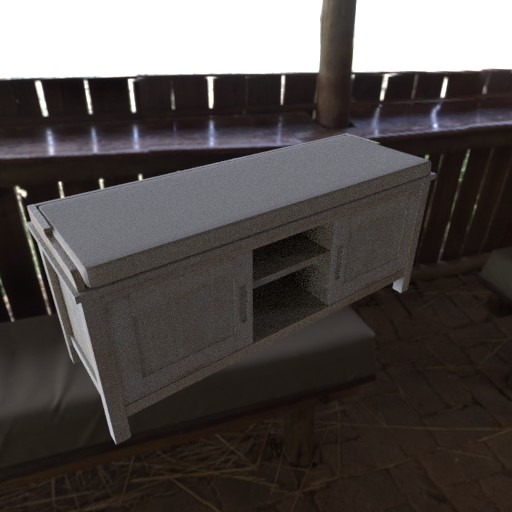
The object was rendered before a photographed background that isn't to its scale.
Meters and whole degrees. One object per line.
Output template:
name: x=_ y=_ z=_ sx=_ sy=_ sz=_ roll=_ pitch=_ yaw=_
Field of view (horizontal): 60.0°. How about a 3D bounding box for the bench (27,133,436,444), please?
bench: x=0.000 y=0.000 z=1.370 sx=1.140 sy=0.501 sz=0.398 roll=-20 pitch=36 yaw=-30
